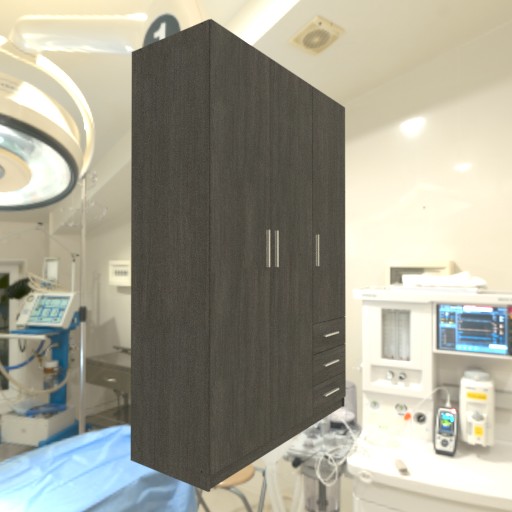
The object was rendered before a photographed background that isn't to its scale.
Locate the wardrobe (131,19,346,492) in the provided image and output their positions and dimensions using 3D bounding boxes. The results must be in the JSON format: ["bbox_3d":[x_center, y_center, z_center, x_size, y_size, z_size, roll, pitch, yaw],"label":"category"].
[{"bbox_3d":[0.000,0.000,2.447,0.510,1.910,1.290,0,-1,36],"label":"wardrobe"}]
